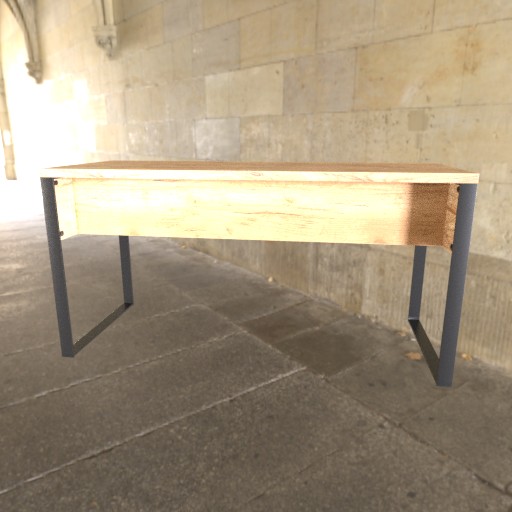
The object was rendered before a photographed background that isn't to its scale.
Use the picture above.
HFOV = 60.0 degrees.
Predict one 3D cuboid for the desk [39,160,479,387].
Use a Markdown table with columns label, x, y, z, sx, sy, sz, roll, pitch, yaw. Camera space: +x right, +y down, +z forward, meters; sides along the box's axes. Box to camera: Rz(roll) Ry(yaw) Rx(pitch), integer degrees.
| label | x | y | z | sx | sy | sz | roll | pitch | yaw |
| --- | --- | --- | --- | --- | --- | --- | --- | --- | --- |
| desk | 0.000 | 0.000 | 1.897 | 1.520 | 0.760 | 0.600 | 2 | 15 | 8 |
